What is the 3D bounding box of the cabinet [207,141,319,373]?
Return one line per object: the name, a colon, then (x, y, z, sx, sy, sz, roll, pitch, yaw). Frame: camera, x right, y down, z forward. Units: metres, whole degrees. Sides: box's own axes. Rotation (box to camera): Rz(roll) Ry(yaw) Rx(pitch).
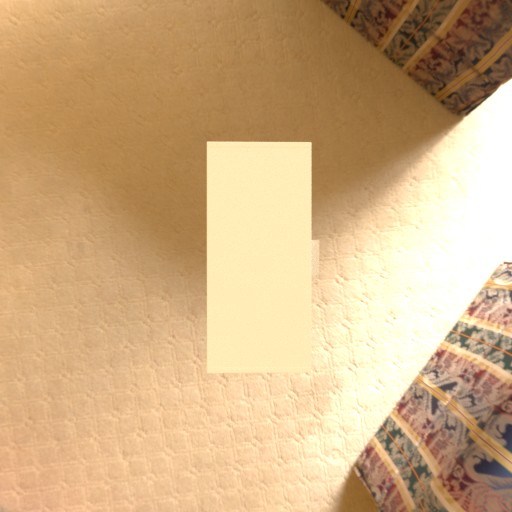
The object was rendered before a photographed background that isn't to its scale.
cabinet: (0.000, 0.000, 1.811, 0.255, 1.630, 0.520, 0, 90, -1)
